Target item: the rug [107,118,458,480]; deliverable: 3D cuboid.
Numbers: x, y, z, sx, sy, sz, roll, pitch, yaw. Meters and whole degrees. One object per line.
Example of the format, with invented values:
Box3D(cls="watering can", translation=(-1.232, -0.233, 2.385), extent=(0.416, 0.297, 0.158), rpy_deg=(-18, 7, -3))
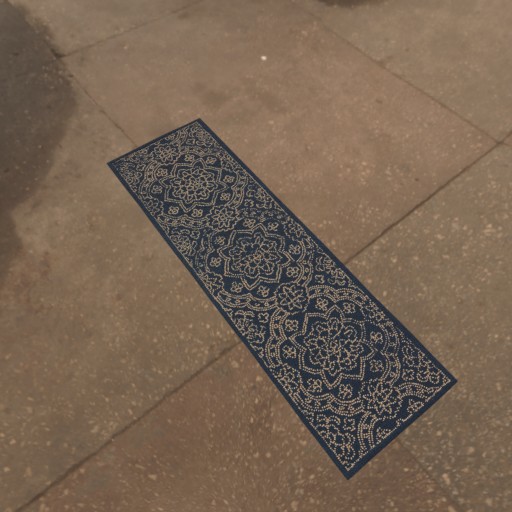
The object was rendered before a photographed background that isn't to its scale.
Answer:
Box3D(cls="rug", translation=(0.000, 0.000, 2.664), extent=(0.769, 0.012, 2.448), rpy_deg=(-32, 64, -18))
